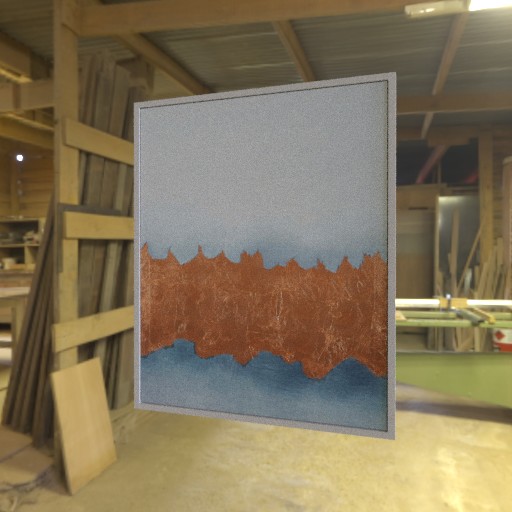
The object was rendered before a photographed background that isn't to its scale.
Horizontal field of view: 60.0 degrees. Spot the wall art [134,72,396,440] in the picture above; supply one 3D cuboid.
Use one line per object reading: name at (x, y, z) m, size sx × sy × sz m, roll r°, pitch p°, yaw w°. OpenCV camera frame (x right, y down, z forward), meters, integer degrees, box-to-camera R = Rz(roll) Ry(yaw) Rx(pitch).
wall art at (0.000, 0.000, 0.751) m, size 0.451 × 0.553 × 0.039 m, roll 0°, pitch 0°, yaw 18°
